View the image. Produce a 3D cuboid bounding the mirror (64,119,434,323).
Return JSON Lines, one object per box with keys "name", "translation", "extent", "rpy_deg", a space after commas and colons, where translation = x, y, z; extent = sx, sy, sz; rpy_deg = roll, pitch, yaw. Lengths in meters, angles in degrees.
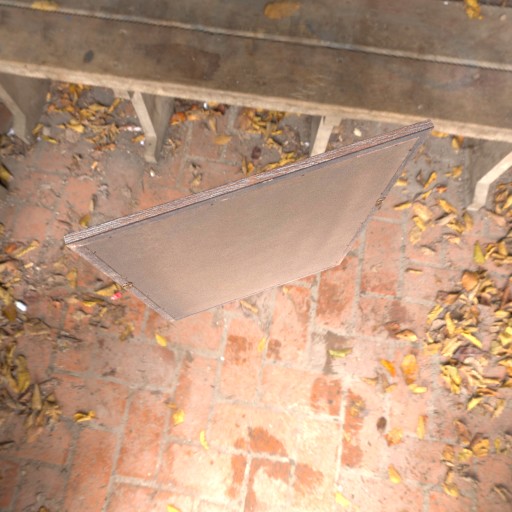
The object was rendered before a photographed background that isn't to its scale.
{"name": "mirror", "translation": [0.000, 0.000, 1.280], "extent": [0.705, 0.996, 0.025], "rpy_deg": [-19, 75, -5]}
